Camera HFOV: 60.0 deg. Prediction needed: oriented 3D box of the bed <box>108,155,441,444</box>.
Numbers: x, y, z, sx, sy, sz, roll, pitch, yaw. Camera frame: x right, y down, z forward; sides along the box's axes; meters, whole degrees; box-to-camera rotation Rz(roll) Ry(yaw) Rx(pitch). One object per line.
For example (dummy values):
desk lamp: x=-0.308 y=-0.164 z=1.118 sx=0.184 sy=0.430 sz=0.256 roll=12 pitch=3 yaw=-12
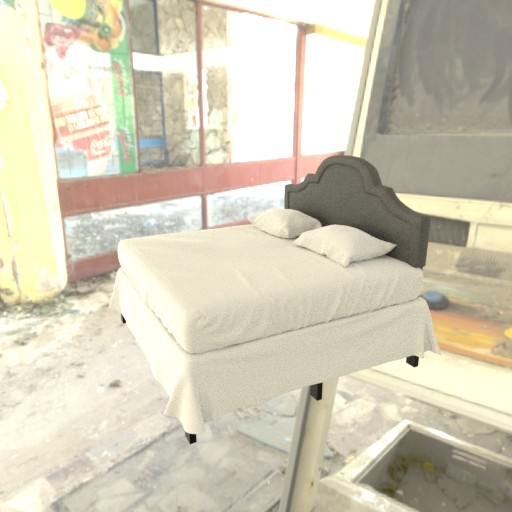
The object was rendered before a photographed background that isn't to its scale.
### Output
bed: x=0.000 y=0.000 z=3.814 sx=2.222 sy=1.631 sz=2.303 roll=-9 pitch=19 yaw=-27
